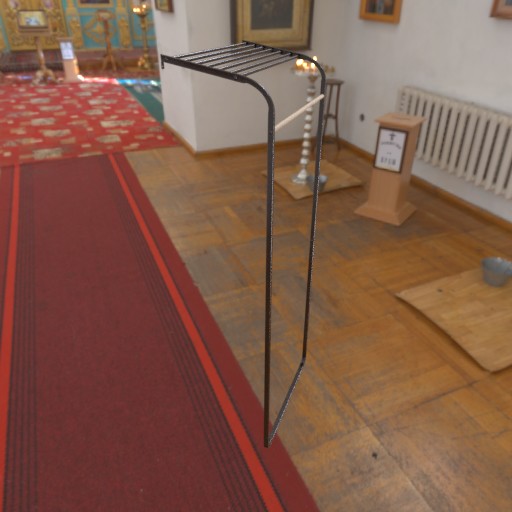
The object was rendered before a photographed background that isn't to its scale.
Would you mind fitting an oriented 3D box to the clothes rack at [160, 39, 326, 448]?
[{"bbox_3d":[0.000,0.000,1.842,0.349,1.574,0.609,11,32,18],"label":"clothes rack"}]
